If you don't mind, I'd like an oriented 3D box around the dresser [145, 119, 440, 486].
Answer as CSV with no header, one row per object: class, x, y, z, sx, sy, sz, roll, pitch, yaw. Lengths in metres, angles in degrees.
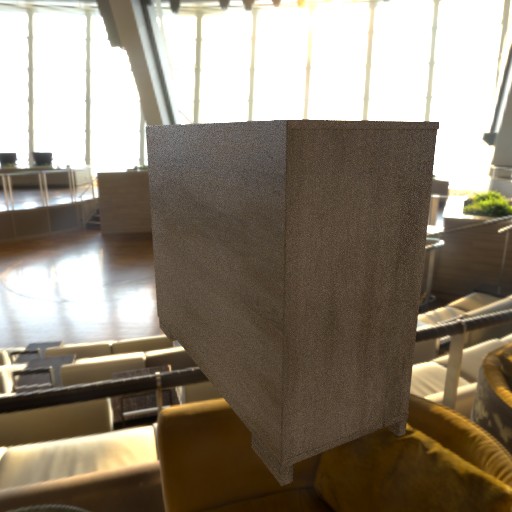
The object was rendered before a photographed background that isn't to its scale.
dresser,0.000,0.000,1.431,0.404,0.816,0.994,-8,18,-27
